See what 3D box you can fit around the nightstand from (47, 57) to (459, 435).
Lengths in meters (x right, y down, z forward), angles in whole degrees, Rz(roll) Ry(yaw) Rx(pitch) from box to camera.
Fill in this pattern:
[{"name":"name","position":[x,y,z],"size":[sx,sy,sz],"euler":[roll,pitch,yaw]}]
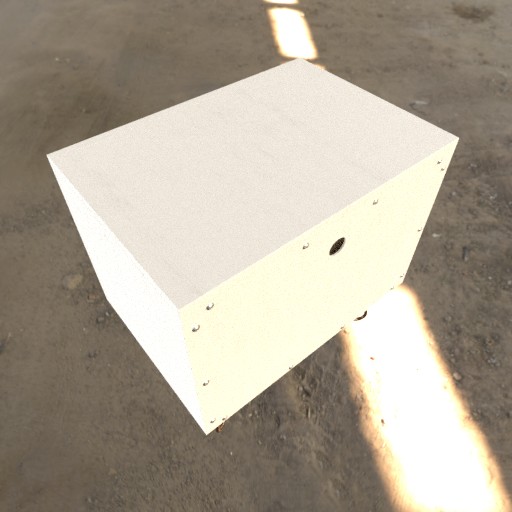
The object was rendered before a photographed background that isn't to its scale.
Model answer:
[{"name":"nightstand","position":[0.000,0.000,1.030],"size":[0.614,0.604,0.447],"euler":[-31,55,-25]}]
